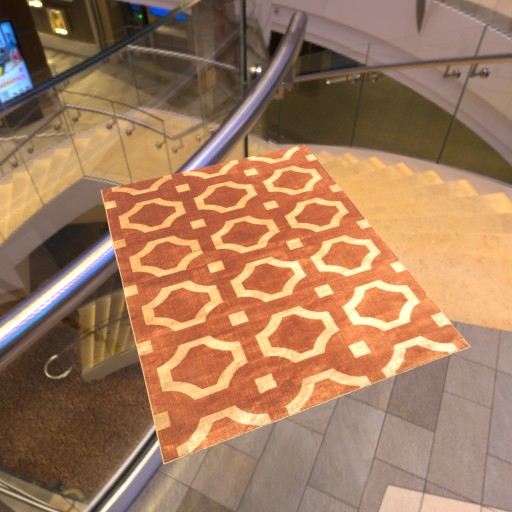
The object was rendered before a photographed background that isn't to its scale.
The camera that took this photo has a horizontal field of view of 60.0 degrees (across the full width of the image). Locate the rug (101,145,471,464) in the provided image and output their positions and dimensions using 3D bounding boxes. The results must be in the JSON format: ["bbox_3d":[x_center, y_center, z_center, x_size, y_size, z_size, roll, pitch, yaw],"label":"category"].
[{"bbox_3d":[0.000,0.000,4.166,2.466,0.021,3.049,-16,49,-14],"label":"rug"}]
